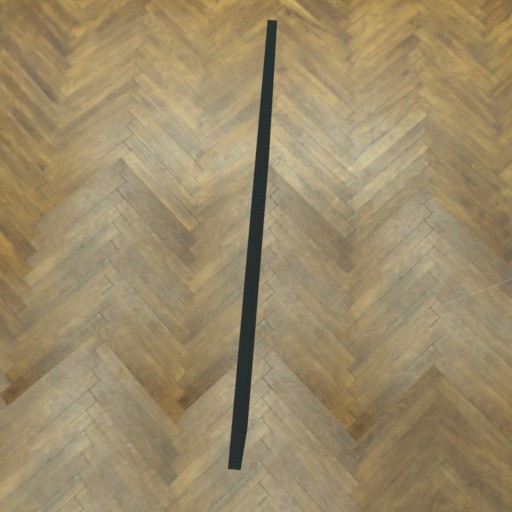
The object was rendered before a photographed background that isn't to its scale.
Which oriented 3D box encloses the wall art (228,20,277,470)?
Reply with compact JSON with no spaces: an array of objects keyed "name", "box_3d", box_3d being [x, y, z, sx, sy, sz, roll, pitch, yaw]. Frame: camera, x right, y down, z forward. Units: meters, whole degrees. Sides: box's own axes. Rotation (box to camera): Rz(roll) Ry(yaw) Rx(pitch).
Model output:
[{"name":"wall art","box_3d":[0.000,0.000,1.219,0.026,0.656,0.958,5,75,1]}]
